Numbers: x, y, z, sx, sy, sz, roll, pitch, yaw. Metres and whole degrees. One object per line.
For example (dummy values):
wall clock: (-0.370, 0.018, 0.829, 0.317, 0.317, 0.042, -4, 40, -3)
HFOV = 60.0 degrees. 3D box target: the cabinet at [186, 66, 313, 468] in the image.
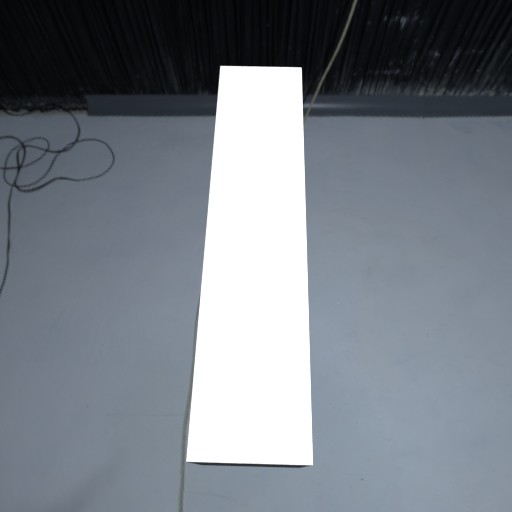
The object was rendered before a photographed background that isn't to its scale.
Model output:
cabinet: (0.000, 0.000, 2.568, 0.499, 0.779, 2.198, 1, 64, 1)
